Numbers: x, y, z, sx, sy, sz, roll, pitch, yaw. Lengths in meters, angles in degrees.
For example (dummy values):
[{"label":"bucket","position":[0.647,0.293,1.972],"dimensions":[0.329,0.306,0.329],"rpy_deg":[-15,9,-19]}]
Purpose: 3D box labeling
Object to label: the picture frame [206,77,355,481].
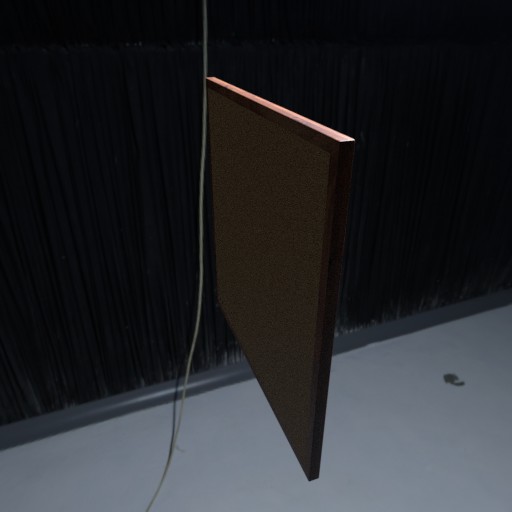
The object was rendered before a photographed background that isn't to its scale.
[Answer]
[{"label":"picture frame","position":[0.000,0.000,1.205],"dimensions":[0.029,0.817,0.810],"rpy_deg":[-10,30,-18]}]
